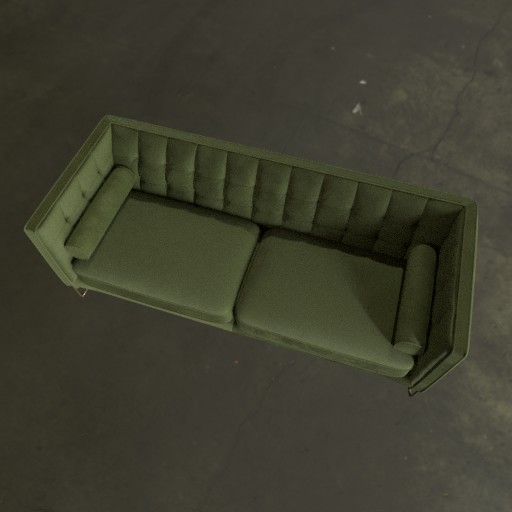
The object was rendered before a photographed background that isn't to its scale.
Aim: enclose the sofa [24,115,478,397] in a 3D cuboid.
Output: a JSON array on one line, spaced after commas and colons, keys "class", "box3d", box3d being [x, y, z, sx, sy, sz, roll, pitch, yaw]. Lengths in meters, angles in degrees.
[{"class": "sofa", "box3d": [0.000, 0.000, 2.463, 2.087, 0.789, 0.867, 15, 60, 9]}]
